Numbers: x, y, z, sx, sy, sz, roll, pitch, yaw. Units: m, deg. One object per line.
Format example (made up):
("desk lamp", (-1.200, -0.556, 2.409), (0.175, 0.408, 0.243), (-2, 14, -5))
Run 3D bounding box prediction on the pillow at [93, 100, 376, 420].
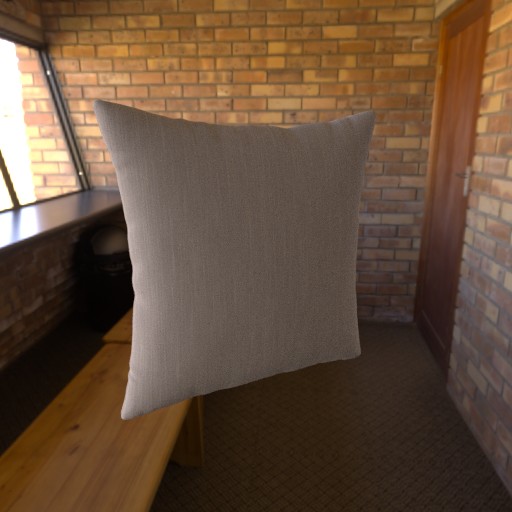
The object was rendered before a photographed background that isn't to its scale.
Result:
("pillow", (0.000, 0.000, 0.792), (0.511, 0.509, 0.161), (-7, 16, -26))
